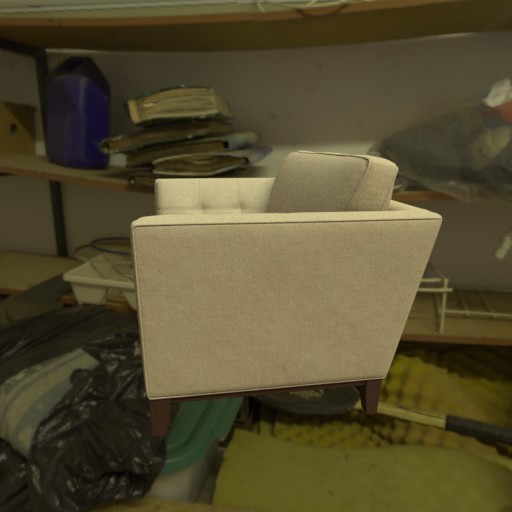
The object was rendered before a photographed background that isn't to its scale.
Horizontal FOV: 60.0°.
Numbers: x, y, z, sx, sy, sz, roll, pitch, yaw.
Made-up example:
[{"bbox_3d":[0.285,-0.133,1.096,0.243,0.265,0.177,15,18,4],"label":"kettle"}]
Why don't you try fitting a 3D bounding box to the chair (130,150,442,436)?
[{"bbox_3d":[0.000,0.000,2.053,0.965,0.940,1.397,-2,15,-9],"label":"chair"}]
